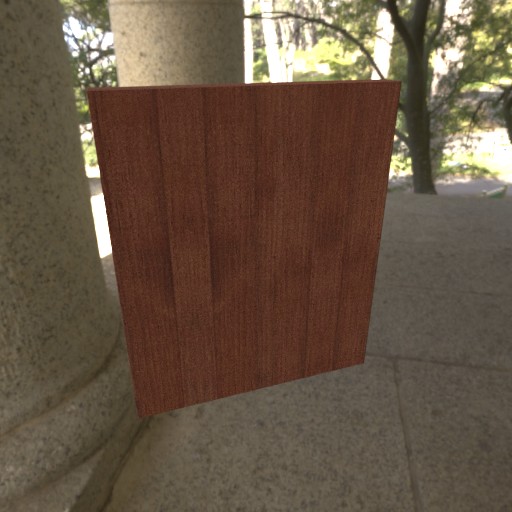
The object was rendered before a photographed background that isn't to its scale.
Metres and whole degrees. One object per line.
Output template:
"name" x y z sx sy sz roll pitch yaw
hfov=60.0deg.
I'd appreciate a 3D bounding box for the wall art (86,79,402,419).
"wall art" 0.000 0.000 0.620 0.377 0.449 0.039 -9 27 -17
